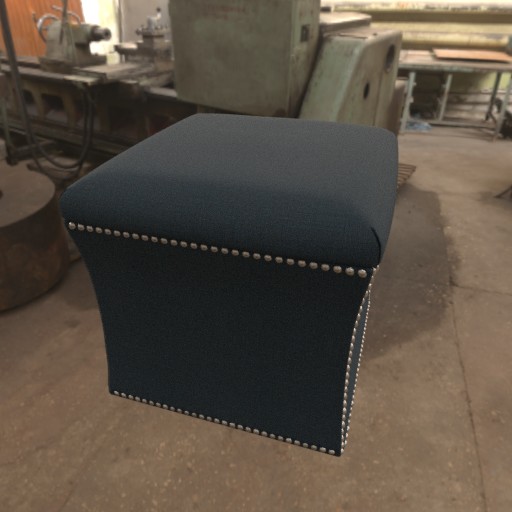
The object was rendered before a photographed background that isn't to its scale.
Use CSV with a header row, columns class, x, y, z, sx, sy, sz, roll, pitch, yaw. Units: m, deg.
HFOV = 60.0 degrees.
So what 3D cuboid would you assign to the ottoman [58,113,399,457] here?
class,x,y,z,sx,sy,sz,roll,pitch,yaw
ottoman,0.000,0.000,0.900,0.497,0.475,0.507,9,32,15
